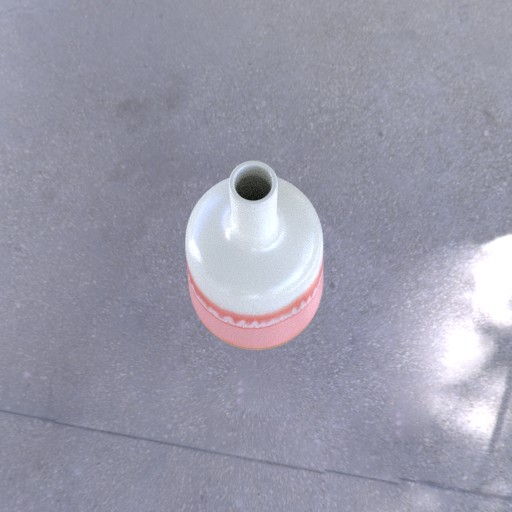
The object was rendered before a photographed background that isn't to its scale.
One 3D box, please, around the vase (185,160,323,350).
[{"bbox_3d":[0.000,0.000,0.377,0.144,0.296,0.144,0,75,0],"label":"vase"}]
